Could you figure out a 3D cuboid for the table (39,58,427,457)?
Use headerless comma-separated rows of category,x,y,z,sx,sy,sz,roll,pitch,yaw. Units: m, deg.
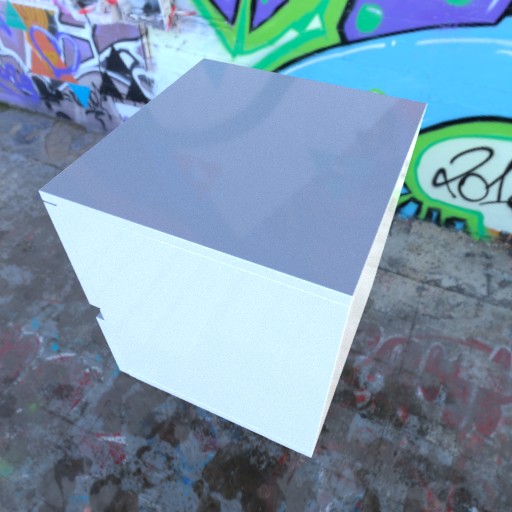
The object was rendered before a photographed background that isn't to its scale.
table,0.000,0.000,0.793,0.400,0.470,0.420,18,50,16
